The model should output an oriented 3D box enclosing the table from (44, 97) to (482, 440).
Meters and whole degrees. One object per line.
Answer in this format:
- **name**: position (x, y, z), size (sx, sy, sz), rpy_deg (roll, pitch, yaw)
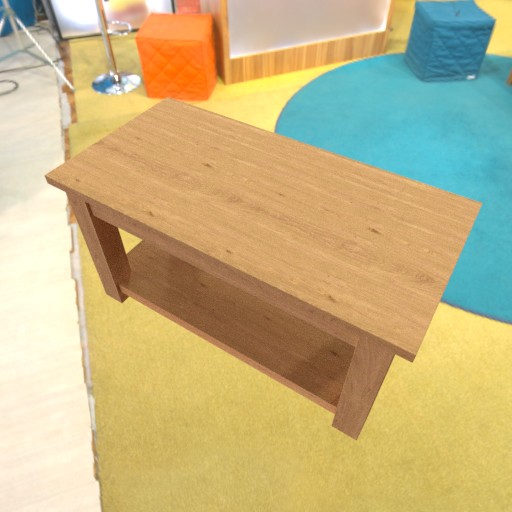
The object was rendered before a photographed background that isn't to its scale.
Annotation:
- **table**: position (0.000, 0.000, 1.177), size (0.899, 0.452, 0.450), rpy_deg (25, 52, 21)
